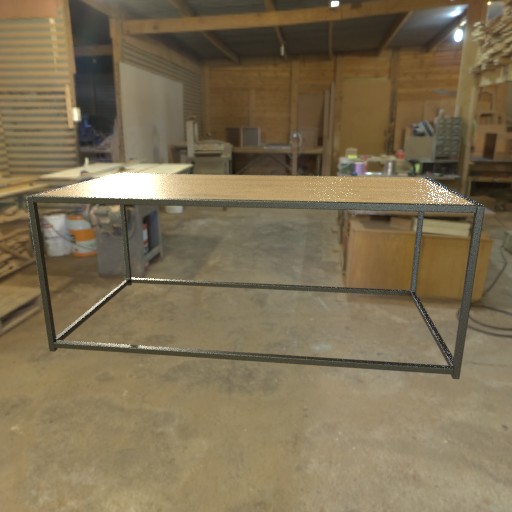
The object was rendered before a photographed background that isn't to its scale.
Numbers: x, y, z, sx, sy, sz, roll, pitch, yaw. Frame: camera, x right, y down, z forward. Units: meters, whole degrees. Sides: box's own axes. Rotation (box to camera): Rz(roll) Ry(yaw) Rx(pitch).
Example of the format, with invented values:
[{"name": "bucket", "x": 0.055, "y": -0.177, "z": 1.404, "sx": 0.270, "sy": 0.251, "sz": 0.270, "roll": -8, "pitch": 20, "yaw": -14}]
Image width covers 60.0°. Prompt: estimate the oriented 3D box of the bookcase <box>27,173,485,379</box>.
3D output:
[{"name": "bookcase", "x": 0.000, "y": 0.000, "z": 1.250, "sx": 1.000, "sy": 0.400, "sz": 0.500, "roll": 2, "pitch": 17, "yaw": 7}]
